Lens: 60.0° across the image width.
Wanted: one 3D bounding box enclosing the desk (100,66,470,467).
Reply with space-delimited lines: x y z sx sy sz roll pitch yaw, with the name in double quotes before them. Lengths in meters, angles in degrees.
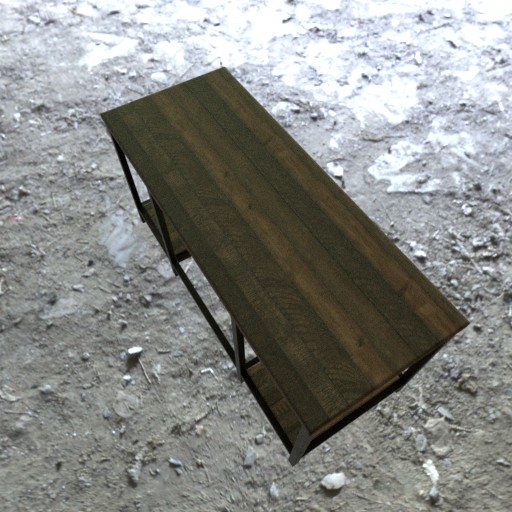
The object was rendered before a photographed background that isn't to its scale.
"desk" 0.000 0.000 1.964 0.617 0.753 1.538 -28 62 -17
